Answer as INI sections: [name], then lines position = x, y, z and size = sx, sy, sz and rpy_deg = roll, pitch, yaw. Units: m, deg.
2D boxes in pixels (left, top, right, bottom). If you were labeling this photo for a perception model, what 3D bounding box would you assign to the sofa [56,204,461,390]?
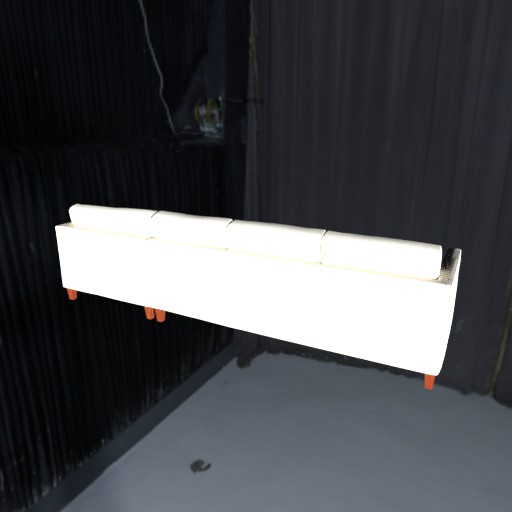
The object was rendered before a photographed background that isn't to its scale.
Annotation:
[sofa]
position = 0.000, 0.000, 4.152
size = 3.471, 0.954, 1.603
rpy_deg = 9, 19, 26
